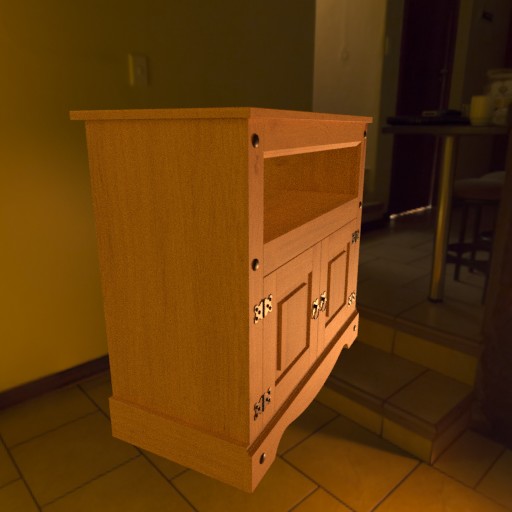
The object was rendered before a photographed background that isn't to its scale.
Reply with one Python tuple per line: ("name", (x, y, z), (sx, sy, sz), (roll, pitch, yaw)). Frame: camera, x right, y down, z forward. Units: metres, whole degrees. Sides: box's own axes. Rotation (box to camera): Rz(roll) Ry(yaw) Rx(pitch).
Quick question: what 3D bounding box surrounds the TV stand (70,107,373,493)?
("TV stand", (0.000, 0.000, 1.296), (0.430, 0.787, 0.851), (8, 18, 26))
